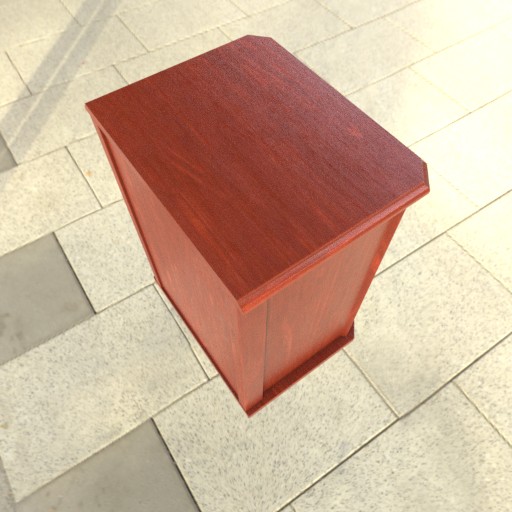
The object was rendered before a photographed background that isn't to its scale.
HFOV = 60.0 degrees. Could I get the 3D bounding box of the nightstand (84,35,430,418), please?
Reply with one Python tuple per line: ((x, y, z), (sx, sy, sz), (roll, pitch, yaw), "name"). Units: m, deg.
((0.000, 0.000, 0.934), (0.351, 0.681, 0.435), (-32, 63, -18), "nightstand")
